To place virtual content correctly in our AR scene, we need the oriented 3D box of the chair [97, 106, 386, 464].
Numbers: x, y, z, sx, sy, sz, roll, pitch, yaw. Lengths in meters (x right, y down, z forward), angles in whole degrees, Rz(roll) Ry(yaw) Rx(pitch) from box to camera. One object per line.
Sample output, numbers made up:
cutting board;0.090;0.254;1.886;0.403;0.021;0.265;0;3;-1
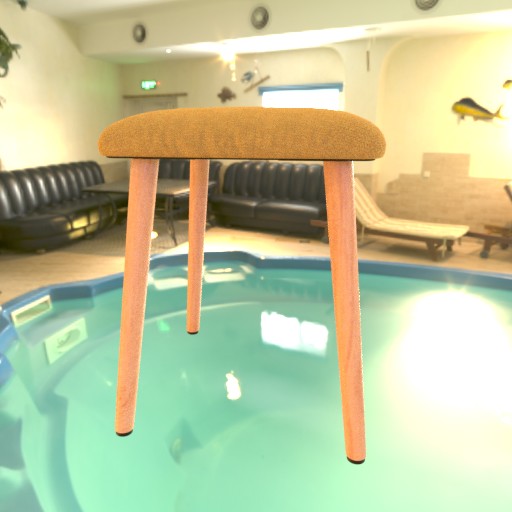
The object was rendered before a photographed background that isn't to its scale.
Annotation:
chair;0.000;0.000;0.694;0.350;0.440;0.350;3;16;9
